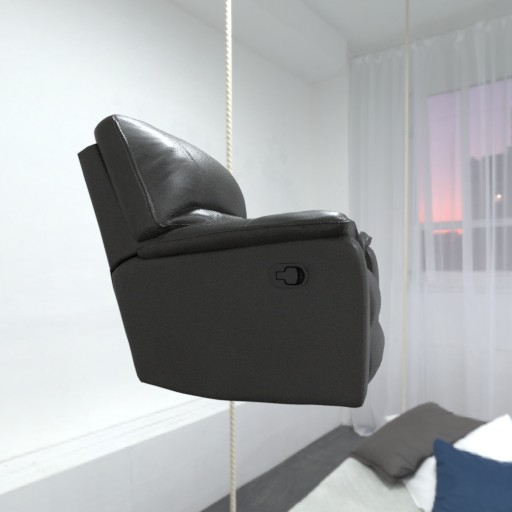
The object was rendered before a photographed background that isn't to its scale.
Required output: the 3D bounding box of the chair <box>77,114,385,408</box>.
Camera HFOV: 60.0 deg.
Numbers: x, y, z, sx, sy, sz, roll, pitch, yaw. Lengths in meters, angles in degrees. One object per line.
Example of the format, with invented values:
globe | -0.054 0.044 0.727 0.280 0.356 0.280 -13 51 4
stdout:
chair | 0.000 0.000 1.960 1.087 1.109 1.096 0 -1 17
